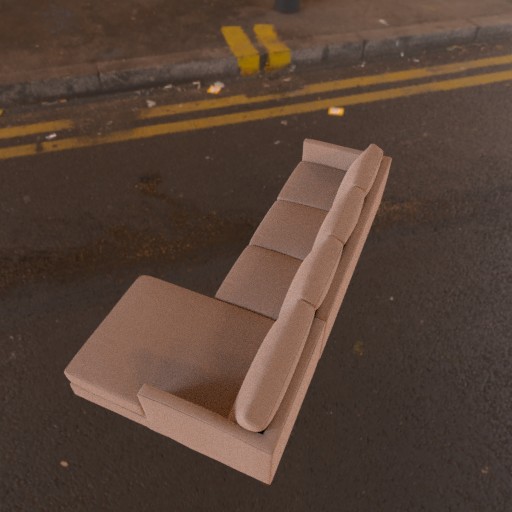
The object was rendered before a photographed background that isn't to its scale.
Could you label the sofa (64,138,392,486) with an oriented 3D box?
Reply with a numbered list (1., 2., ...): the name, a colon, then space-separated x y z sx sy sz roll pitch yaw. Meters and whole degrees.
1. sofa: 0.000 0.000 3.895 1.625 0.861 3.186 18 50 16
